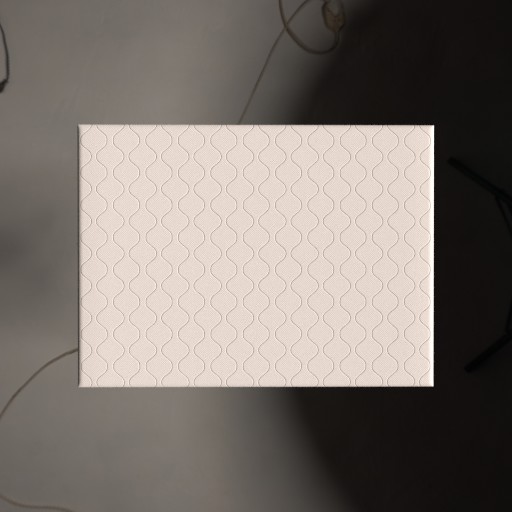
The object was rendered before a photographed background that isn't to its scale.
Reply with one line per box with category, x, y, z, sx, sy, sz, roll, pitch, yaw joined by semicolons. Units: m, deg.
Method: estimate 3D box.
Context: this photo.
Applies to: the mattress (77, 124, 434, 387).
mattress;0.000;0.000;2.438;1.900;0.200;1.400;0;90;0
